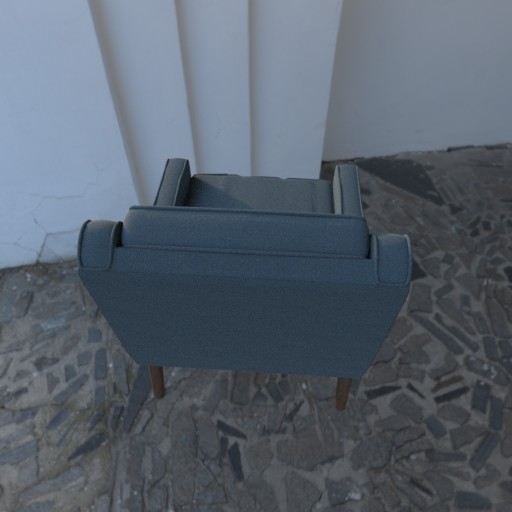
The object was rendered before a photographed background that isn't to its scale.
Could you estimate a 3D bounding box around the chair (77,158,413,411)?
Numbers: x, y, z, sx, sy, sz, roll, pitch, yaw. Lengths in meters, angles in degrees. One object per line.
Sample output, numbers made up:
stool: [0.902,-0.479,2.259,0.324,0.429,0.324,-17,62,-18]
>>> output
chair: [0.000,0.000,1.329,0.663,0.780,0.733,3,47,3]
